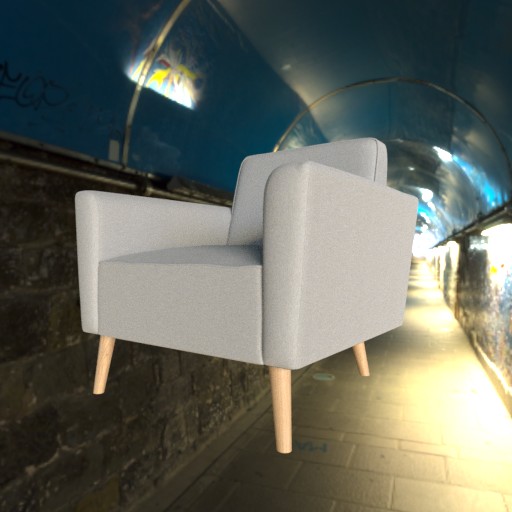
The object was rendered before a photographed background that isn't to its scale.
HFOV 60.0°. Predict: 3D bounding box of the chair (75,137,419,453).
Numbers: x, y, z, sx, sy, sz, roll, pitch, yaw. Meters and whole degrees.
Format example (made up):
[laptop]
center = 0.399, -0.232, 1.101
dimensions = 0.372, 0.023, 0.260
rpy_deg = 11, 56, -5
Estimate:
[chair]
center = 0.000, 0.000, 1.351
dimensions = 0.780, 0.780, 0.750
rpy_deg = 0, 1, 36
